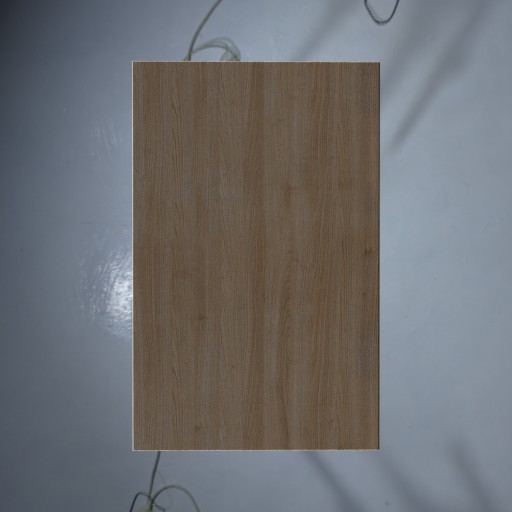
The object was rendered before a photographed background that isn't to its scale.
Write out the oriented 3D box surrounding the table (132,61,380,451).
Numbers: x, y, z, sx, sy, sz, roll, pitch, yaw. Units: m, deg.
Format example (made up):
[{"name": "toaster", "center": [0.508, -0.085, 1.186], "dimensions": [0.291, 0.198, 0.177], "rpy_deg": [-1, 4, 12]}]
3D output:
[{"name": "table", "center": [0.000, 0.000, 1.473], "dimensions": [0.700, 0.440, 1.100], "rpy_deg": [0, 90, 0]}]
